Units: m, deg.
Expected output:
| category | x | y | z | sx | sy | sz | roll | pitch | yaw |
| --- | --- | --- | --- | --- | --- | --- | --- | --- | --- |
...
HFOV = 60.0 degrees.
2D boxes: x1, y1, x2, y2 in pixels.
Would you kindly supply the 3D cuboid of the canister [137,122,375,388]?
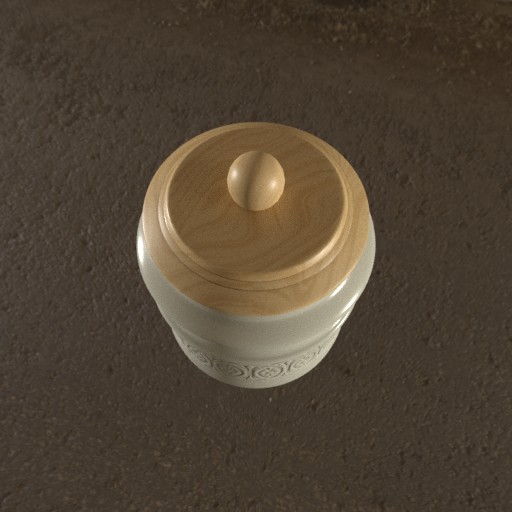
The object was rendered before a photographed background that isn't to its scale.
| category | x | y | z | sx | sy | sz | roll | pitch | yaw |
| --- | --- | --- | --- | --- | --- | --- | --- | --- | --- |
| canister | 0.000 | 0.000 | 0.268 | 0.130 | 0.176 | 0.130 | 0 | 63 | 0 |
